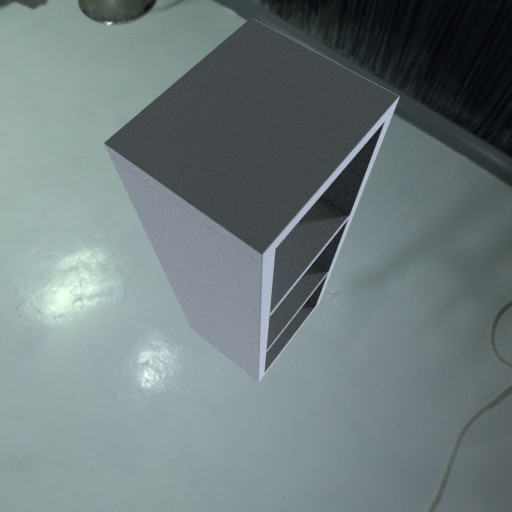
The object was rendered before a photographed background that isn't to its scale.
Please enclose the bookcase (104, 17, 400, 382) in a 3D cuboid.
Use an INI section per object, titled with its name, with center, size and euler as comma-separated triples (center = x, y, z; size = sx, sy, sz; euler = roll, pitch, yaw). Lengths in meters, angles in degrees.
[bookcase]
center = 0.000, 0.000, 1.236
size = 0.330, 1.080, 0.390
euler = 35, 70, 15
